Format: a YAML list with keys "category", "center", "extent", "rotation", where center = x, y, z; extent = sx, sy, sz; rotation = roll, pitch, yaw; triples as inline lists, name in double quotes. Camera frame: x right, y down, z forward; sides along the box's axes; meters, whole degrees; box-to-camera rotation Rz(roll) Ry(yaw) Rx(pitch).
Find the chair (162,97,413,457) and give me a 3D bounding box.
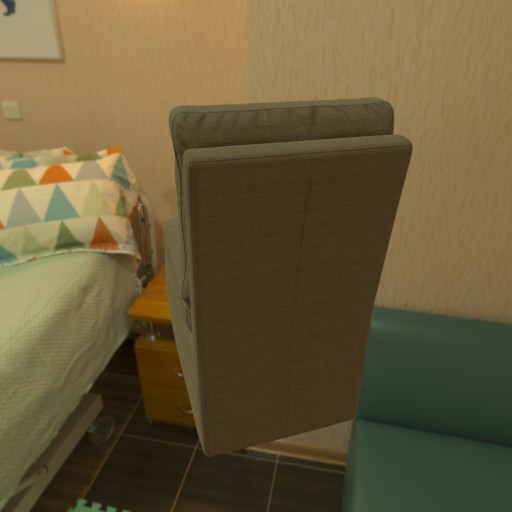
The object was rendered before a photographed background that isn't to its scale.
- category: "chair"
  center: [0.000, 0.000, 1.318]
  extent: [0.503, 0.927, 0.698]
  rotation: [-8, 28, -15]
